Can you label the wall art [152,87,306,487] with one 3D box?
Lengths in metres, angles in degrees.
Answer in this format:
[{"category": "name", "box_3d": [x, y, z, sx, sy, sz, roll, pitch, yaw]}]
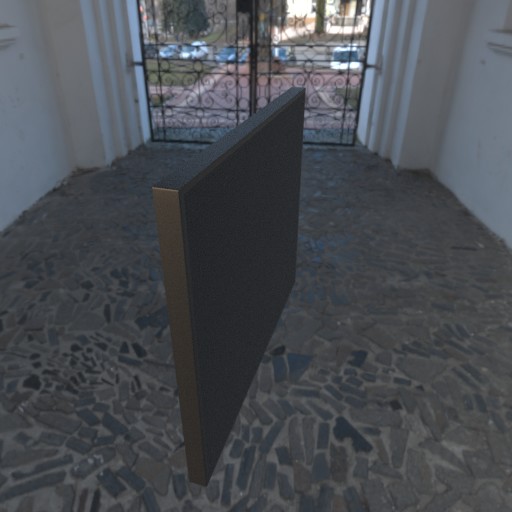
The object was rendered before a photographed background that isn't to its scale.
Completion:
[{"category": "wall art", "box_3d": [0.000, 0.000, 0.757, 0.029, 0.458, 0.559, 9, 32, 15]}]
